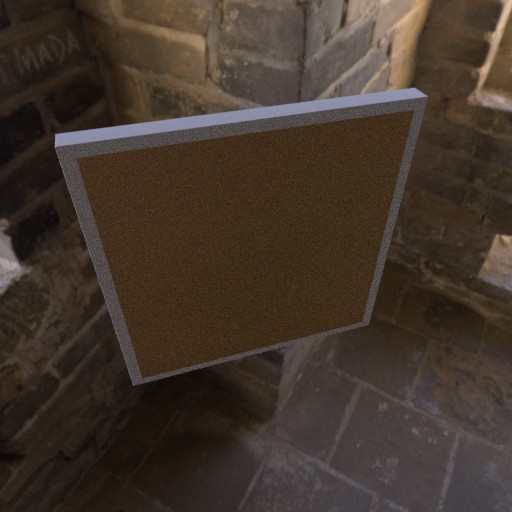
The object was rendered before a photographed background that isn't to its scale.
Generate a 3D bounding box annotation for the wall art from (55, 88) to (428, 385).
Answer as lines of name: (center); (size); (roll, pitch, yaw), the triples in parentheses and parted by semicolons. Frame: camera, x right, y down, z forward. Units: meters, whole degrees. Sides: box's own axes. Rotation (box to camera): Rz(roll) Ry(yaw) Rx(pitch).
wall art: (0.000, 0.000, 0.761); (0.508, 0.507, 0.035); (-12, 43, -13)
